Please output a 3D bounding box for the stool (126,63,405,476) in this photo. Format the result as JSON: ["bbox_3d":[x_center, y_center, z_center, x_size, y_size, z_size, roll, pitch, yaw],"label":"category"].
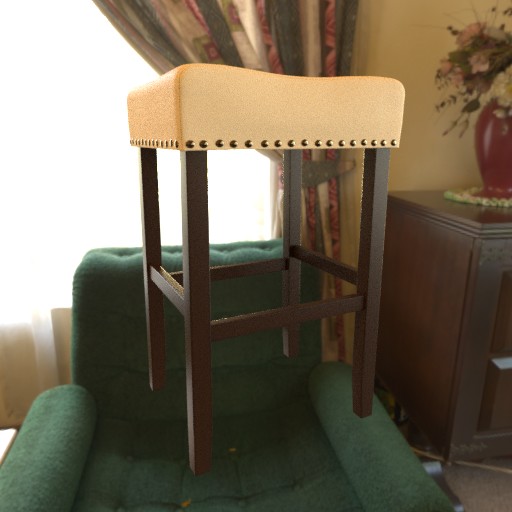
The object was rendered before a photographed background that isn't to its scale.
[{"bbox_3d":[0.000,0.000,1.032,0.471,0.762,0.401,-7,17,-26],"label":"stool"}]
